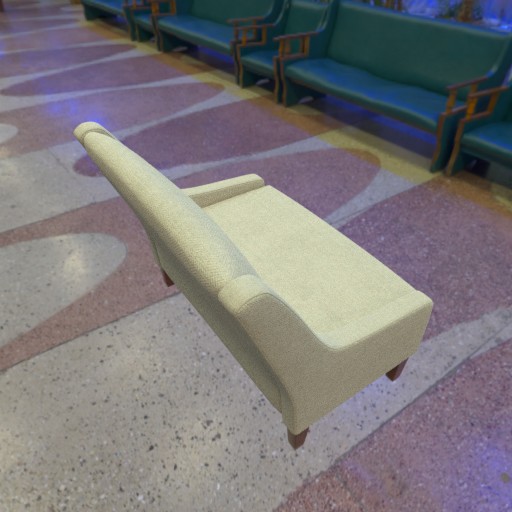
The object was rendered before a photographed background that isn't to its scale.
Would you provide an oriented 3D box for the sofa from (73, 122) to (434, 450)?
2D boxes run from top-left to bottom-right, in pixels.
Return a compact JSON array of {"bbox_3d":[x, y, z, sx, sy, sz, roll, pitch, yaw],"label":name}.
[{"bbox_3d":[0.000,0.000,1.875,0.946,0.976,1.212,-24,45,-26],"label":"sofa"}]
